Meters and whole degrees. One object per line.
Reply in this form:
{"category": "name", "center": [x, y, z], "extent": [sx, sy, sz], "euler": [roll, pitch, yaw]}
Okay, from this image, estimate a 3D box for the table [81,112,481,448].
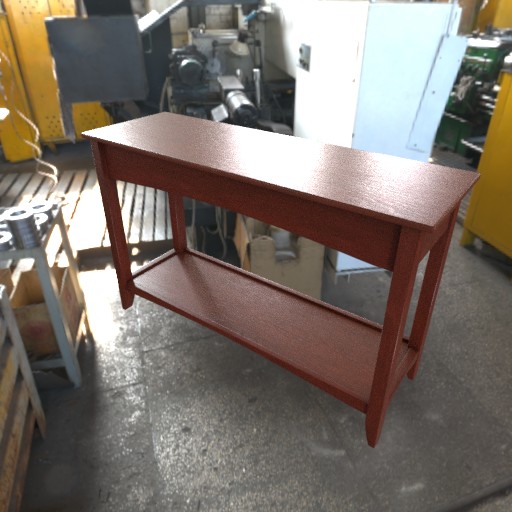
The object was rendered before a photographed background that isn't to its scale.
{"category": "table", "center": [0.000, 0.000, 1.523], "extent": [1.188, 0.739, 0.392], "euler": [21, 36, 31]}
